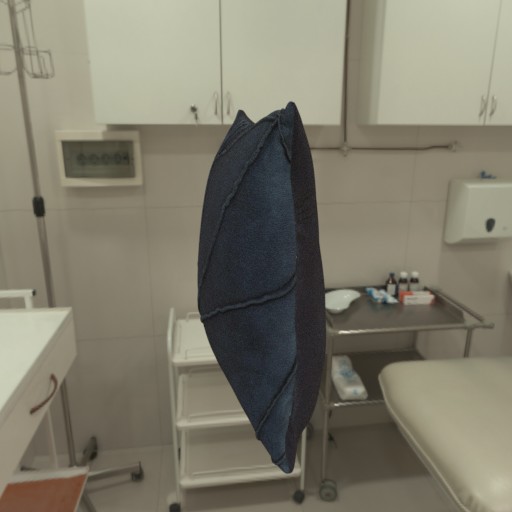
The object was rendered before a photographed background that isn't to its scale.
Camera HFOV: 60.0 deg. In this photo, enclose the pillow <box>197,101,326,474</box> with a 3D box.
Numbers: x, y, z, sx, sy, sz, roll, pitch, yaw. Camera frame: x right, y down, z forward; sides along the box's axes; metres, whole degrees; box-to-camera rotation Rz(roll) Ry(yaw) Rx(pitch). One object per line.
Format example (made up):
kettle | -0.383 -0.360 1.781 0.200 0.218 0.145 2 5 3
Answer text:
pillow | 0.000 0.000 0.679 0.183 0.440 0.439 -2 16 -8
